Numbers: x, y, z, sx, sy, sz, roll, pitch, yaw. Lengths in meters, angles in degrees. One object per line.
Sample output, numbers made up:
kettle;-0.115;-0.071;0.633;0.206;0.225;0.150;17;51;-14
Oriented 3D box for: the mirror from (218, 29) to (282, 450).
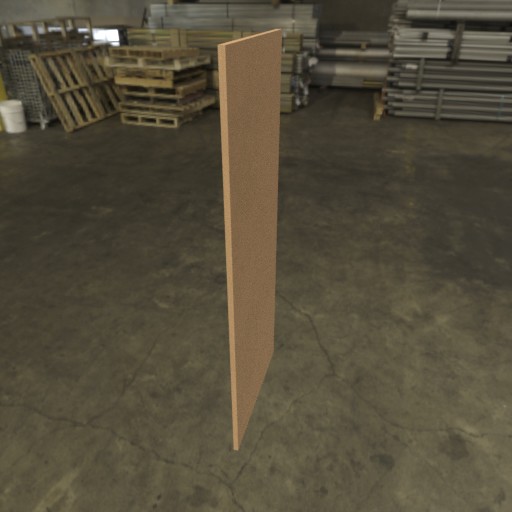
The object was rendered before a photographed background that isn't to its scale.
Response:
mirror;0.000;0.000;2.274;0.026;2.031;0.812;8;31;14
